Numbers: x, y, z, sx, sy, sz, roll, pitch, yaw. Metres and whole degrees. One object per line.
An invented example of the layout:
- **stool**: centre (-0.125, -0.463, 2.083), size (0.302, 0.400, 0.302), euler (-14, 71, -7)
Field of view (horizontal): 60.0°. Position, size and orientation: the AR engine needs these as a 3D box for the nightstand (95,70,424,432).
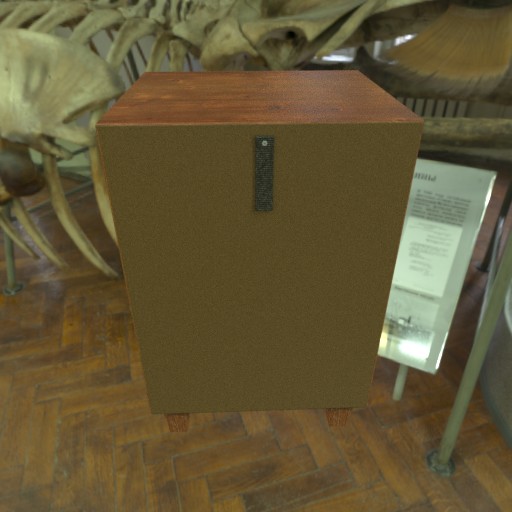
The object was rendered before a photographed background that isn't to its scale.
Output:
- **nightstand**: centre (0.000, 0.000, 0.977), size (0.465, 0.695, 0.410), euler (-1, 32, -2)
